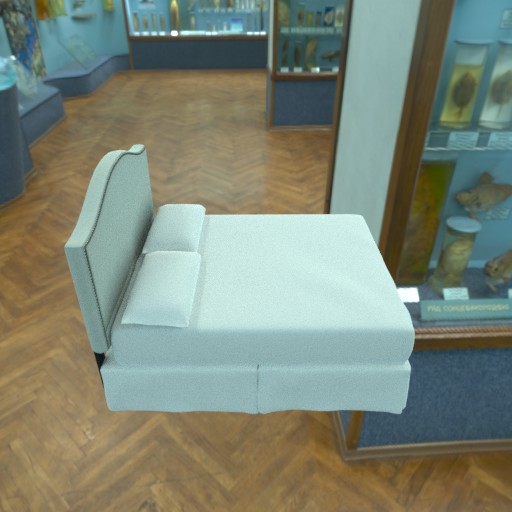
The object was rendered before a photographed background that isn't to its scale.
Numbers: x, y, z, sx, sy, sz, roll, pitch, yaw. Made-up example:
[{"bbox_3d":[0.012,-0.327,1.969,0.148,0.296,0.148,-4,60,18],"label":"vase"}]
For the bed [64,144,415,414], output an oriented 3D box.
[{"bbox_3d":[0.000,0.000,3.496,2.180,1.607,1.813,0,33,0],"label":"bed"}]
